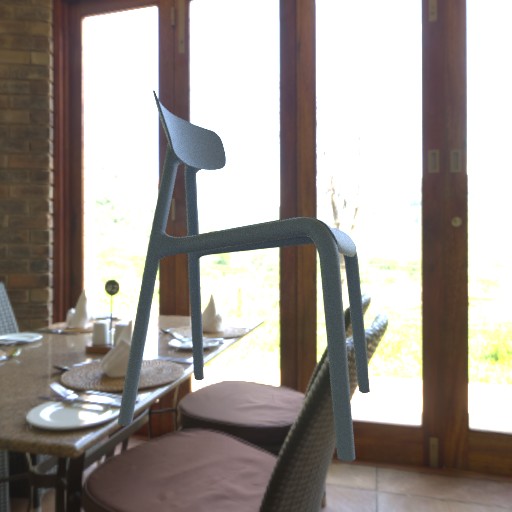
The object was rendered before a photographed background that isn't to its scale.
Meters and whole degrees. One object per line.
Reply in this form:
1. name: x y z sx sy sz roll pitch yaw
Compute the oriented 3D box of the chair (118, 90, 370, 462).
1. chair: 0.000 0.000 0.845 0.401 0.580 0.356 0 -1 18
